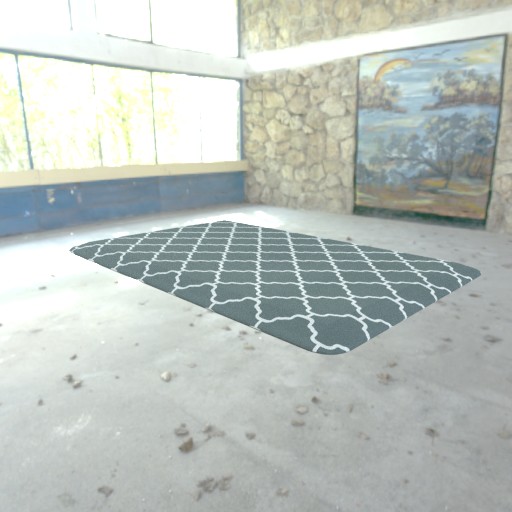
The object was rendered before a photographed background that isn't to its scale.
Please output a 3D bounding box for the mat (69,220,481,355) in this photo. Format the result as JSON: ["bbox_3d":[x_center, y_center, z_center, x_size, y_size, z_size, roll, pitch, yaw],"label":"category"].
[{"bbox_3d":[0.000,0.000,0.944,0.762,0.021,0.508,14,20,43],"label":"mat"}]
